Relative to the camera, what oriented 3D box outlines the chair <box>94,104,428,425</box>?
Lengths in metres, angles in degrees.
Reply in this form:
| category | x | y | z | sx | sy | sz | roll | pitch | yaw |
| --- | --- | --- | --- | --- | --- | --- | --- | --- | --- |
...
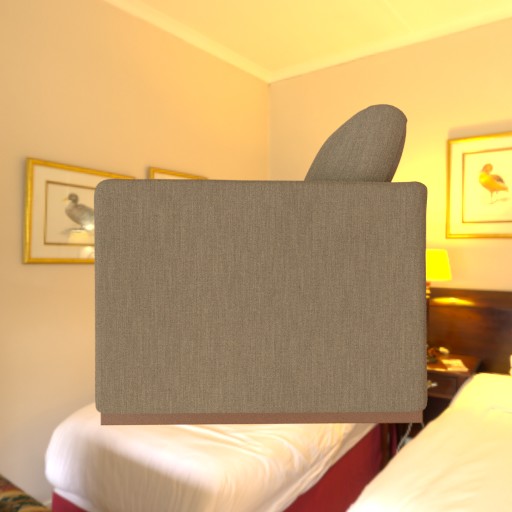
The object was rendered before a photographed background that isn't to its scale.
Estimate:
| category | x | y | z | sx | sy | sz | roll | pitch | yaw |
| --- | --- | --- | --- | --- | --- | --- | --- | --- | --- |
| chair | 0.000 | 0.000 | 1.435 | 0.834 | 0.811 | 0.763 | 0 | 1 | -1 |
